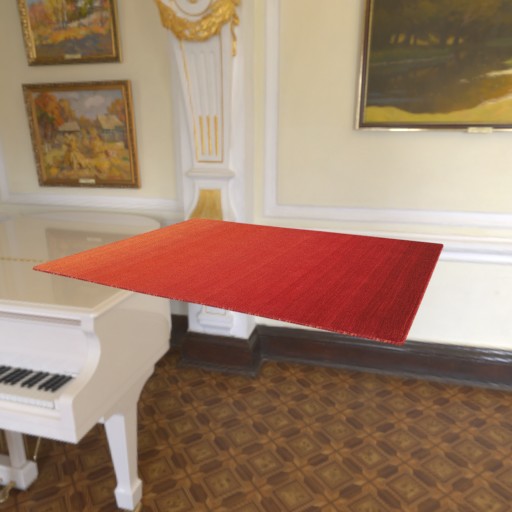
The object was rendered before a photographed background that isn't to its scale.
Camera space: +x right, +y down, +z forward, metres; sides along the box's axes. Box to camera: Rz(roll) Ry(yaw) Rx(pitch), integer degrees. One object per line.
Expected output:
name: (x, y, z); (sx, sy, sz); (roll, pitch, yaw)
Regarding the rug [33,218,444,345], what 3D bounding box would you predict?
rug: (0.000, 0.000, 3.933); (2.905, 0.028, 2.340); (8, 18, 26)
